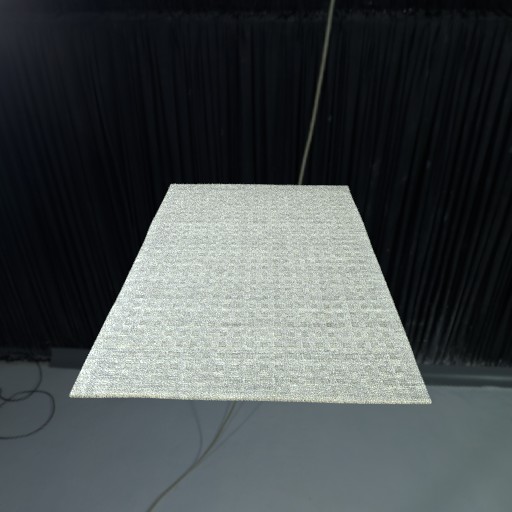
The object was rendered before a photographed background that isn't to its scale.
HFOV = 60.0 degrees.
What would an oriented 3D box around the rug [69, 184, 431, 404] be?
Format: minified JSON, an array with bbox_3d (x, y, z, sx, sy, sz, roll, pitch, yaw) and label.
[{"bbox_3d":[0.000,0.000,2.840,1.532,0.018,2.297,1,32,1],"label":"rug"}]
